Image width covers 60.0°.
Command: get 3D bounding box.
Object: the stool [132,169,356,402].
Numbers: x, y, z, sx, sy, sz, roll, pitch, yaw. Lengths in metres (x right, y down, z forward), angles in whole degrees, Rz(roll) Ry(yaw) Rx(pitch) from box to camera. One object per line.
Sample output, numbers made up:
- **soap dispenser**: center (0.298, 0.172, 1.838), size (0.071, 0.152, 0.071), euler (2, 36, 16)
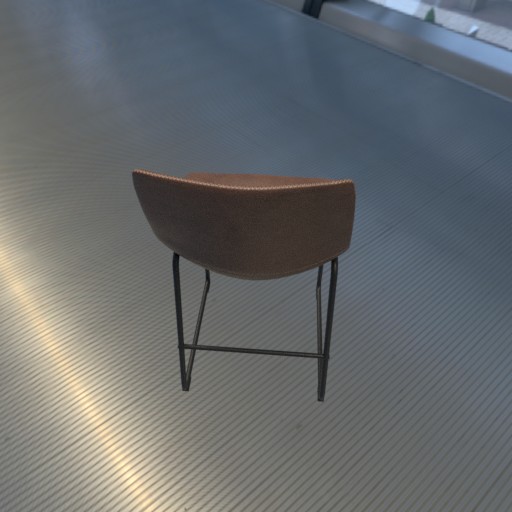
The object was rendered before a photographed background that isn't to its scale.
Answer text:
- **stool**: center (0.000, 0.000, 1.223), size (0.460, 0.890, 0.550), euler (3, 46, 3)
